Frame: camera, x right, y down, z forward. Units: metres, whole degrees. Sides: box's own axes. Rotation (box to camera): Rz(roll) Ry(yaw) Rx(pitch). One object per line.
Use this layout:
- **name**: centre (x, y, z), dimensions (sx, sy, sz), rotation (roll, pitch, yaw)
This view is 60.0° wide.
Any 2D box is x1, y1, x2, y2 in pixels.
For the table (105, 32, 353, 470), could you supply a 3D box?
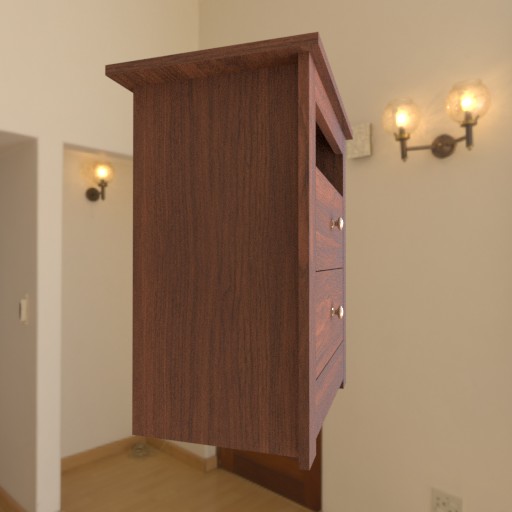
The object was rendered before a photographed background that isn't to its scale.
- **table**: centre (0.000, 0.000, 1.047), dimensions (0.406, 0.711, 0.589), rotation (0, -1, 18)
